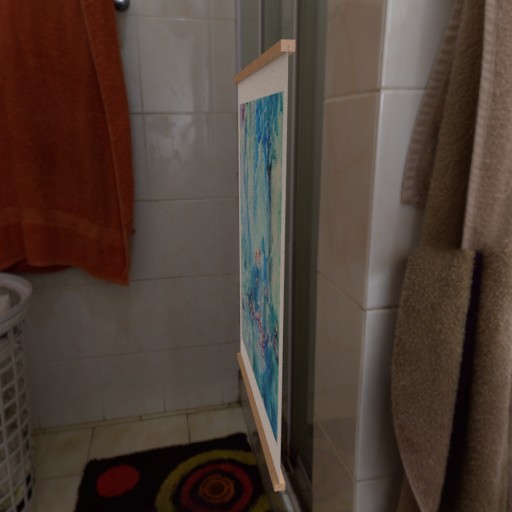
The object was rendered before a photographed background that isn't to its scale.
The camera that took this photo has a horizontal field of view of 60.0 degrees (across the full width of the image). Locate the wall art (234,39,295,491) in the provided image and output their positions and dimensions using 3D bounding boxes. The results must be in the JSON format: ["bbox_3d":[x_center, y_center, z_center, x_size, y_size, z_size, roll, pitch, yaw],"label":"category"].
[{"bbox_3d":[0.000,0.000,0.636,0.013,0.510,0.335,-3,17,-10],"label":"wall art"}]
